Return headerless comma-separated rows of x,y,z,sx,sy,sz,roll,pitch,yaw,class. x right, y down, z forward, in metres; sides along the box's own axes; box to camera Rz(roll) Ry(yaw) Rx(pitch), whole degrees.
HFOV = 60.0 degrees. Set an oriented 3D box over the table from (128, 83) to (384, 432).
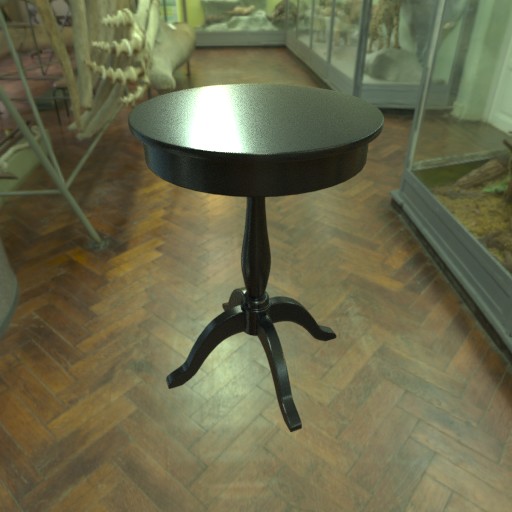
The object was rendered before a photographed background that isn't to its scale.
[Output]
0.000,0.000,1.027,0.481,0.665,0.481,0,33,0,table
